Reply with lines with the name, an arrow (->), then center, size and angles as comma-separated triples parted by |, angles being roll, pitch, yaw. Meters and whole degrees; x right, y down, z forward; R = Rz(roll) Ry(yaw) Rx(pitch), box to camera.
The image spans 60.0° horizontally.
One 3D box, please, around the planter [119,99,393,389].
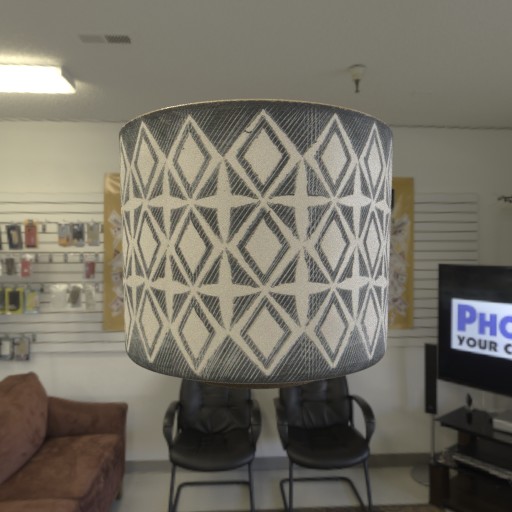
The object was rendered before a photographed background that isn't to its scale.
planter -> 0.000, 0.000, 0.326 | 0.192, 0.165, 0.192 | 0, 0, 0
